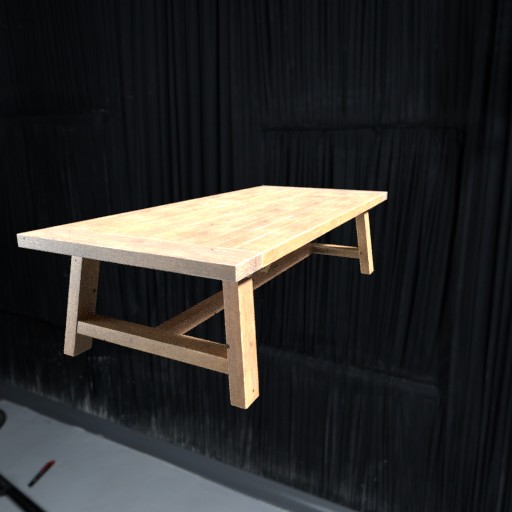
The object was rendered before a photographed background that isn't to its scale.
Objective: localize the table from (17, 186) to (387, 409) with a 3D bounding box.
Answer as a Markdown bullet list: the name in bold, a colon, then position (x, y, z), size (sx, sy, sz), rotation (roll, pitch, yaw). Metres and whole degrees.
- **table**: position (0.000, 0.000, 2.089), size (0.820, 0.465, 1.800), rotation (7, 16, 26)
